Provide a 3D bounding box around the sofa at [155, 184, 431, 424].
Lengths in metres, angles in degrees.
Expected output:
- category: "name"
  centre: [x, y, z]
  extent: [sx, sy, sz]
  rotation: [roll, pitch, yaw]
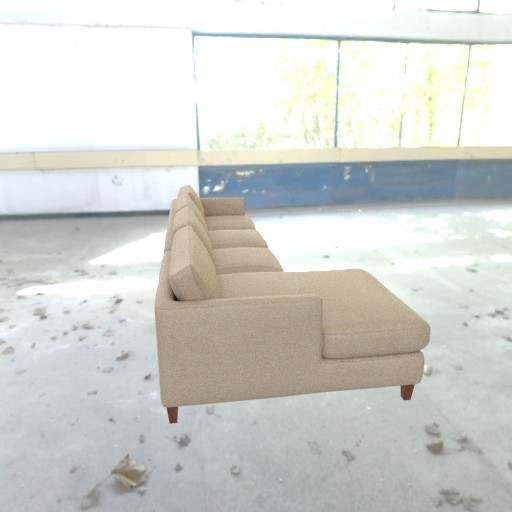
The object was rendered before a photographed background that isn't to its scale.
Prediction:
- category: "sofa"
  centre: [0.000, 0.000, 3.793]
  extent: [1.502, 0.876, 3.201]
  rotation: [-3, 17, -8]
